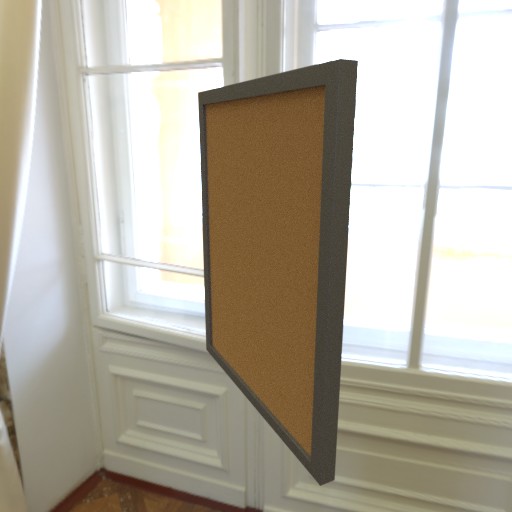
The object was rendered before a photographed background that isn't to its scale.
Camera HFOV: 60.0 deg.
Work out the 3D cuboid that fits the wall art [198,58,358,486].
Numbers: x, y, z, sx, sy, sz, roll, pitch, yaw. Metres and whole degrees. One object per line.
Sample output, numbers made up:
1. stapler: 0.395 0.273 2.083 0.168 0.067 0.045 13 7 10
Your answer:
1. wall art: 0.000 0.000 0.755 0.029 0.558 0.458 -8 17 -26
